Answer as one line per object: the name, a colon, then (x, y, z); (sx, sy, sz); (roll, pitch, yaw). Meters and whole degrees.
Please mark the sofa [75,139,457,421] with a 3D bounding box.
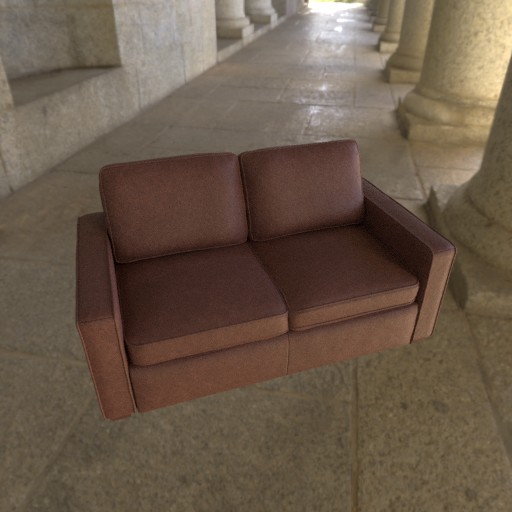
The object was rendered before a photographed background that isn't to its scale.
sofa: (0.000, 0.000, 2.278); (1.709, 0.918, 0.947); (-10, 34, -15)
